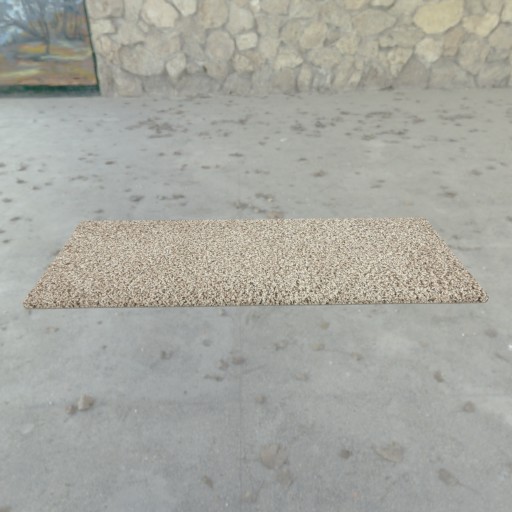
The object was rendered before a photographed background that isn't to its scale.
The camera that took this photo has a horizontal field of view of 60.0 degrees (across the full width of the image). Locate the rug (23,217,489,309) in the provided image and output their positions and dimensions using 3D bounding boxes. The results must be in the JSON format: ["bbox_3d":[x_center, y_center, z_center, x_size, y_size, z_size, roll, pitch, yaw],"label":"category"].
[{"bbox_3d":[0.000,0.000,1.703,1.524,0.030,0.609,-1,30,-1],"label":"rug"}]
